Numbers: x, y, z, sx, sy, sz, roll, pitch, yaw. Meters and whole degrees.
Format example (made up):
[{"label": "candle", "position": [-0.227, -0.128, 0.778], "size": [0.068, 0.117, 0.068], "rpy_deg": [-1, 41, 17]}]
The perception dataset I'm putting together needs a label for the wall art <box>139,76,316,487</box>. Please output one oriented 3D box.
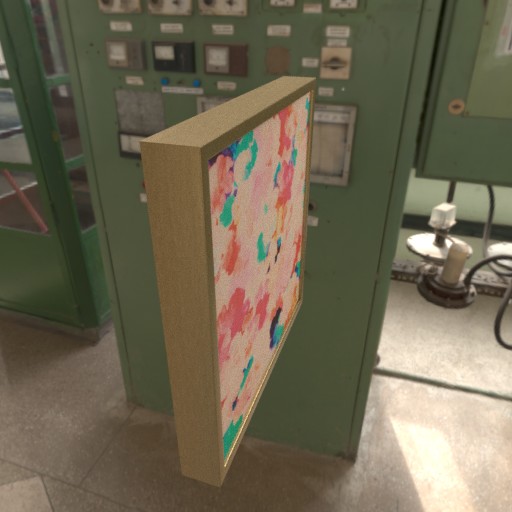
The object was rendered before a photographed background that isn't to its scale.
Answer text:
[{"label": "wall art", "position": [0.000, 0.000, 0.451], "size": [0.038, 0.305, 0.304], "rpy_deg": [10, 30, 17]}]
